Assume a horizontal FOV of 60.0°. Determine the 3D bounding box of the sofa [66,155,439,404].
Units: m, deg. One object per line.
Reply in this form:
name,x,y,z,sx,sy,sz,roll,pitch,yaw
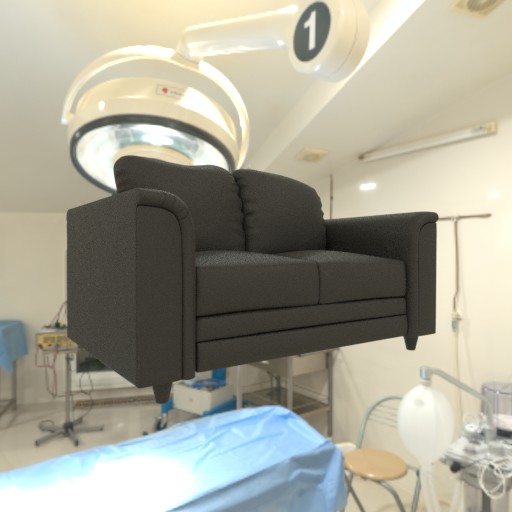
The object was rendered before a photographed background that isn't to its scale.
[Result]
sofa,0.000,0.000,1.946,1.386,0.845,0.887,-1,1,-35
